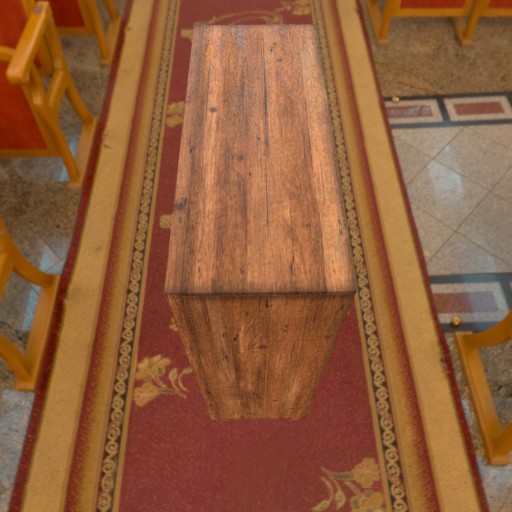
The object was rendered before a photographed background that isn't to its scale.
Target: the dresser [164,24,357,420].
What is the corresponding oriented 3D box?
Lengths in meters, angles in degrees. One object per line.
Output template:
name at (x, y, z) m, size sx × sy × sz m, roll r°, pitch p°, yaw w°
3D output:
dresser at (0.000, 0.000, 1.847) m, size 0.438 × 1.359 × 1.067 m, roll -1°, pitch 57°, yaw 0°
